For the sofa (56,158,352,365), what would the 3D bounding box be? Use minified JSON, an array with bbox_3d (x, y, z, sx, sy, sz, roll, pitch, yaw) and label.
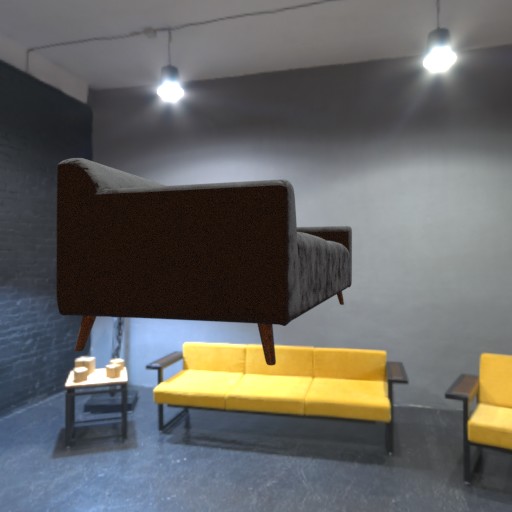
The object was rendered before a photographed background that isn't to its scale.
[{"bbox_3d":[0.000,0.000,2.563,0.900,0.740,2.190,0,-1,17],"label":"sofa"}]
